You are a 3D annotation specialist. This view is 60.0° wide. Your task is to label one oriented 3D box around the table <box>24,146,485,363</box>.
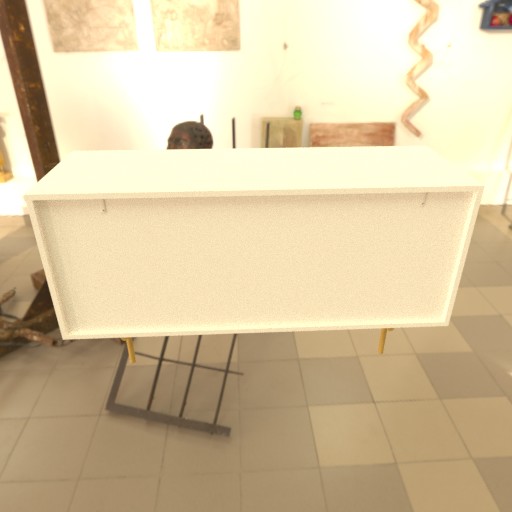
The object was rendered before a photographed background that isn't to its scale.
[{"bbox_3d":[0.000,0.000,1.848,1.500,0.769,0.508,-2,29,-3],"label":"table"}]
